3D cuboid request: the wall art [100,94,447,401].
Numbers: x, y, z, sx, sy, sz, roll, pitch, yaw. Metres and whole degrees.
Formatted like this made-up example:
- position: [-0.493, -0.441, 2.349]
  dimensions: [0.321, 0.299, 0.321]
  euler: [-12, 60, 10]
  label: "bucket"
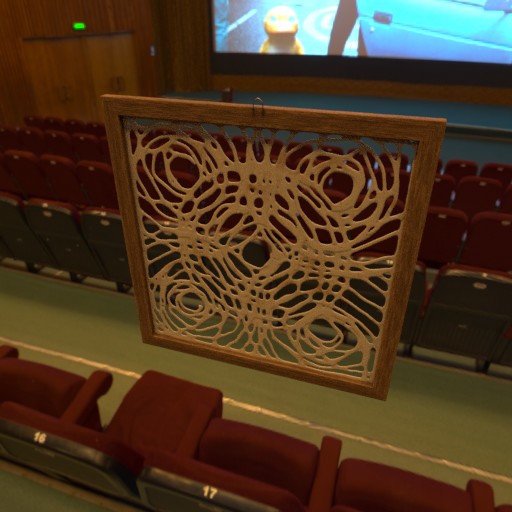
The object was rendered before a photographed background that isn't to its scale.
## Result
- position: [0.000, 0.000, 0.834]
  dimensions: [0.561, 0.576, 0.021]
  euler: [10, 32, 16]
  label: "wall art"
